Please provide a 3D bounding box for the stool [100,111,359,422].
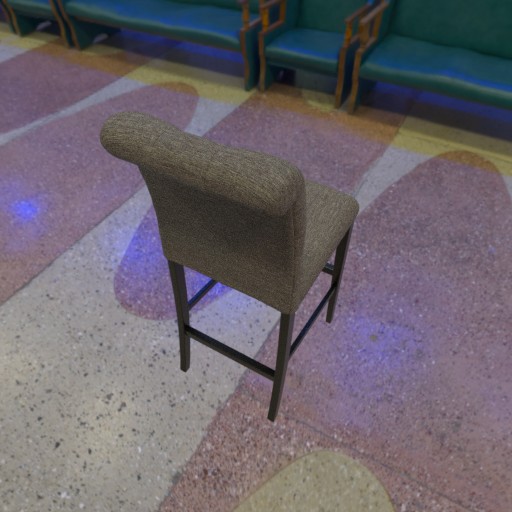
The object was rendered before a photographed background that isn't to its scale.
[{"bbox_3d":[0.000,0.000,1.424,0.452,1.131,0.613,23,51,20],"label":"stool"}]
